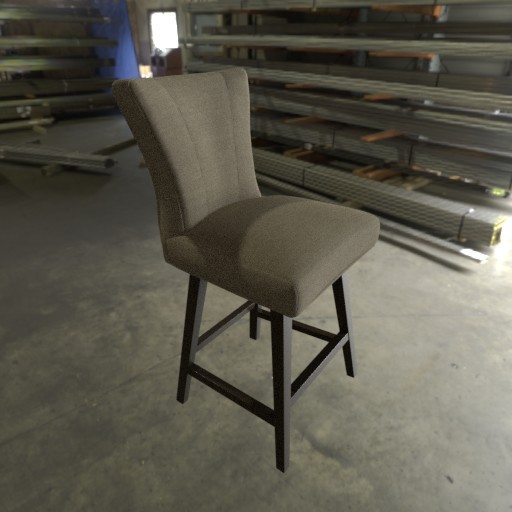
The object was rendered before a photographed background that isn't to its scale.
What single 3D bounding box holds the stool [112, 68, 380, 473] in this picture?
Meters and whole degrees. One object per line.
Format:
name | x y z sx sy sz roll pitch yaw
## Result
stool | 0.000 0.000 1.329 0.574 1.000 0.514 18 32 31
